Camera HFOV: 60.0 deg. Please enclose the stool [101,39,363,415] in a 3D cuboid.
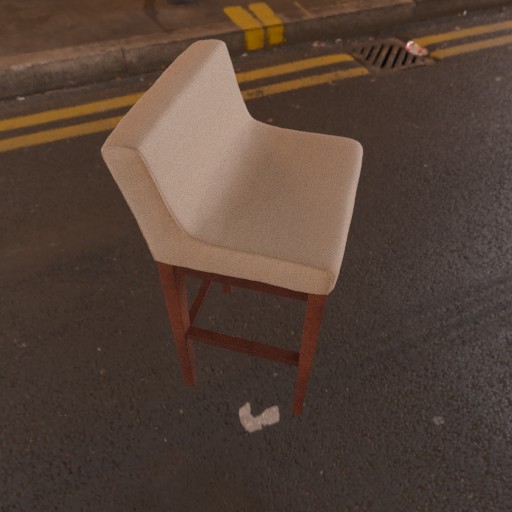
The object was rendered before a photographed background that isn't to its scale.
[{"bbox_3d":[0.000,0.000,1.327,0.500,1.037,0.511,12,49,10],"label":"stool"}]
